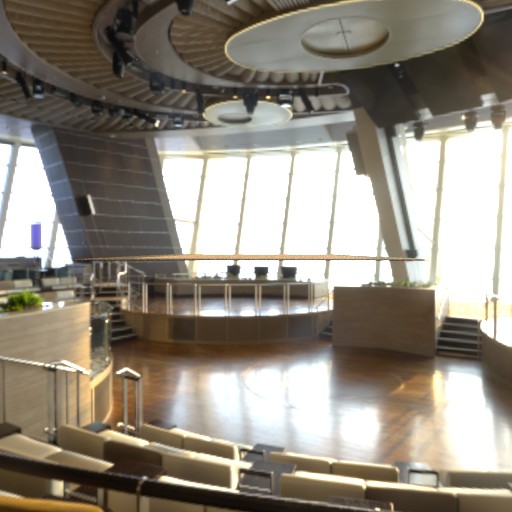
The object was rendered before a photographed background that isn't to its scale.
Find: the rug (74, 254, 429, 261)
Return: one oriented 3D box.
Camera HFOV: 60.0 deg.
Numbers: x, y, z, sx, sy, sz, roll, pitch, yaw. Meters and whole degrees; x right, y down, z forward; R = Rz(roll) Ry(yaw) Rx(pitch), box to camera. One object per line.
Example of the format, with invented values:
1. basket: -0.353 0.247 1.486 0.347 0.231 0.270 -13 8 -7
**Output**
1. rug: 0.000 0.000 3.064 1.521 0.006 2.435 0 1 1
